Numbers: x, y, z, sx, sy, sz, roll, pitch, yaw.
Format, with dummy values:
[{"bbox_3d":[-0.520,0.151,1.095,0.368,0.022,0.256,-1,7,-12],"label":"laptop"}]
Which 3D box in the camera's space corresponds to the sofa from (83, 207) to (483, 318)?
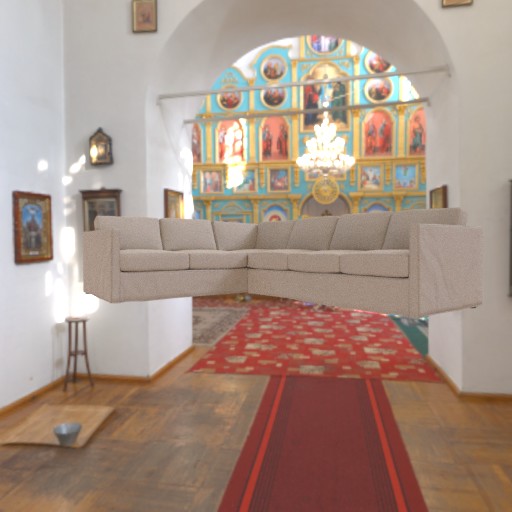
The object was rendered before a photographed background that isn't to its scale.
[{"bbox_3d":[0.000,0.000,4.285,2.432,0.871,3.182,-1,1,-36],"label":"sofa"}]
